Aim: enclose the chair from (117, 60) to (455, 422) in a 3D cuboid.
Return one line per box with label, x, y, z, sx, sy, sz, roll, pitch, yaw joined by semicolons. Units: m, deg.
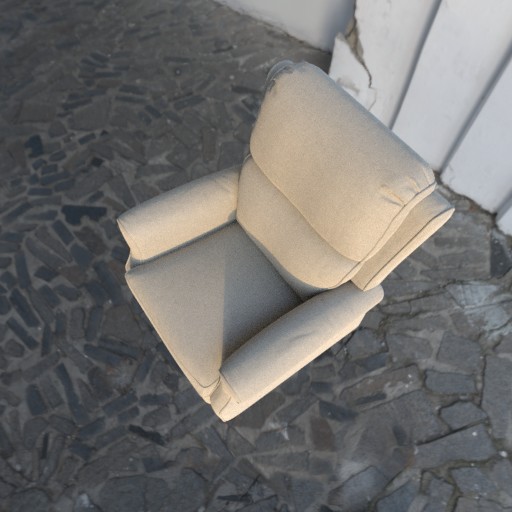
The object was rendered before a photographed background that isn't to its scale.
chair;0.000;0.000;1.707;0.919;1.046;0.859;-32;67;-16
